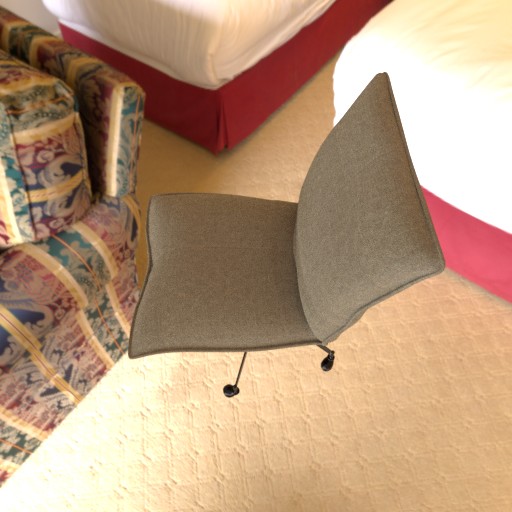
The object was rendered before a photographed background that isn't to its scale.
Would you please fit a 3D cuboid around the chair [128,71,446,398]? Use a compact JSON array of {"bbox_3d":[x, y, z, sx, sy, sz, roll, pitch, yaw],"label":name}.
[{"bbox_3d":[0.000,0.000,1.278,0.696,0.811,0.597,0,56,0],"label":"chair"}]
